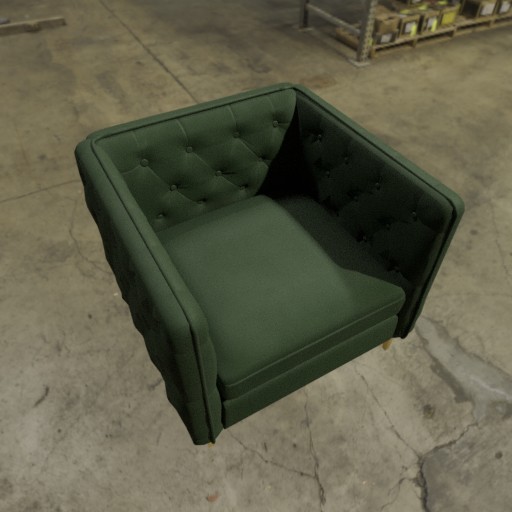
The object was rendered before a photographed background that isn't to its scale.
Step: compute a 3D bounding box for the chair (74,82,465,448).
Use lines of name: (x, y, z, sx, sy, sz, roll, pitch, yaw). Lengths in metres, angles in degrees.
chair: (0.000, 0.000, 1.554, 0.917, 0.768, 0.855, -22, 50, -20)
